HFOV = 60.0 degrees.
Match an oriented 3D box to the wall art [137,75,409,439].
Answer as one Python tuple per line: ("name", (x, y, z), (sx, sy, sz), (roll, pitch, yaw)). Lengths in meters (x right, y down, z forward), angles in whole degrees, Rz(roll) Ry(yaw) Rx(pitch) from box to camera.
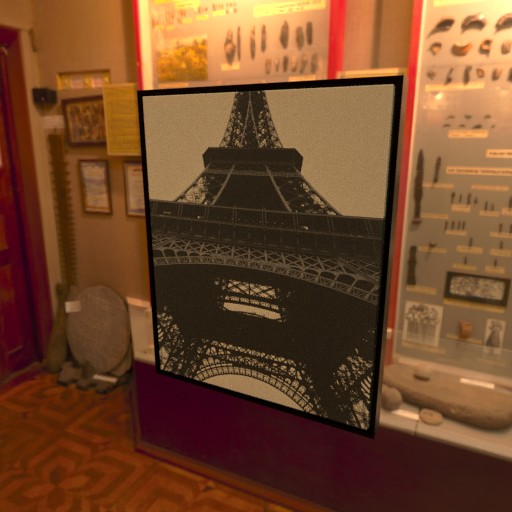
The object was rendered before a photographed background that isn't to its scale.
("wall art", (0.000, 0.000, 0.764), (0.451, 0.553, 0.039), (8, 17, 26))
